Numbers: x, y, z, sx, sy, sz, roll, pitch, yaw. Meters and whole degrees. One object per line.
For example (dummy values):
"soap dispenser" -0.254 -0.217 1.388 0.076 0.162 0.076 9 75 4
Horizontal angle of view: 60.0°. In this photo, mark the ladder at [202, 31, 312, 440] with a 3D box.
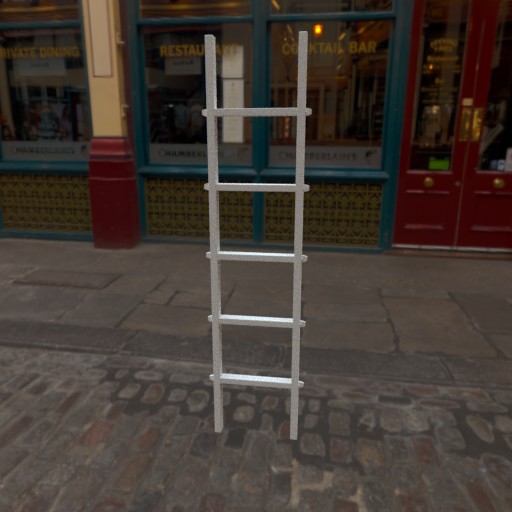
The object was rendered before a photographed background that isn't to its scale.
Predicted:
"ladder" 0.000 0.000 1.966 0.452 1.797 0.051 2 14 8
